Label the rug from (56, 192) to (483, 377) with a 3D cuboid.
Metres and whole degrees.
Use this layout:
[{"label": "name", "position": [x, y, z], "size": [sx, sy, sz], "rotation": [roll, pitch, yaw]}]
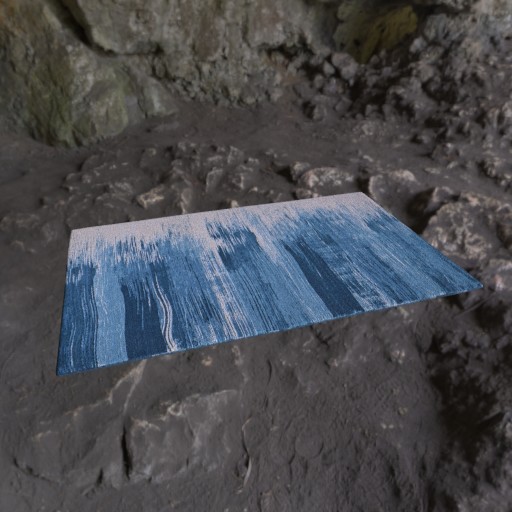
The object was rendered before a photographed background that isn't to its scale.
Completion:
[{"label": "rug", "position": [0.000, 0.000, 3.008], "size": [2.450, 0.027, 1.540], "rotation": [-9, 32, -15]}]
